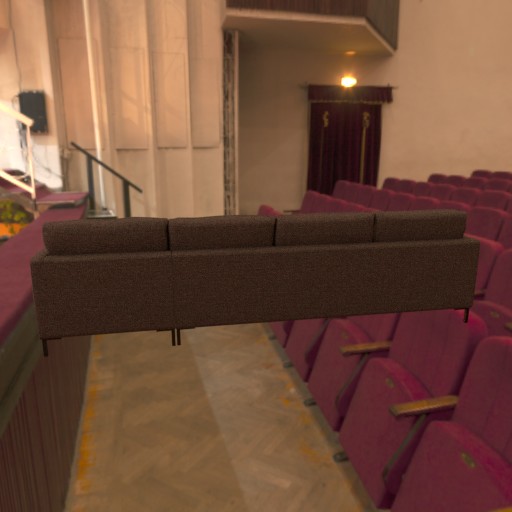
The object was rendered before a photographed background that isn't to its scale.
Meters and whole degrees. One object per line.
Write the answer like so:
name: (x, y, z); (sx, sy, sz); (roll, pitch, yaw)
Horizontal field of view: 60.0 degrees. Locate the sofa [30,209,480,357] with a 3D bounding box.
sofa: (0.000, 0.000, 3.783); (3.221, 0.892, 1.483); (-3, 14, -10)
